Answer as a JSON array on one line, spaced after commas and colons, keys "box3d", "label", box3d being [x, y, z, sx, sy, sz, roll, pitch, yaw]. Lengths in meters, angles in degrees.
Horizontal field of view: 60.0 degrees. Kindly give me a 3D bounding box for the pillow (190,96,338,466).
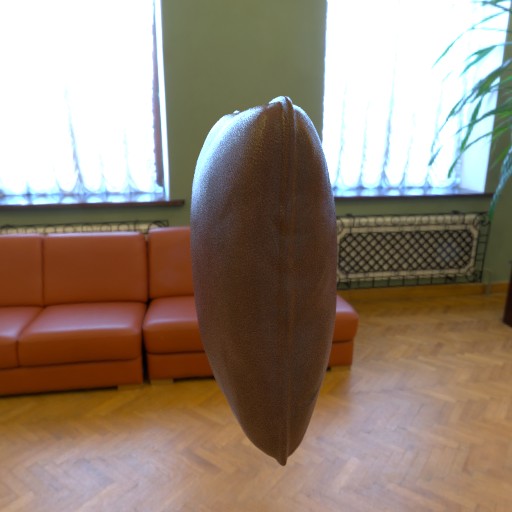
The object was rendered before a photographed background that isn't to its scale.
[{"box3d": [0.000, 0.000, 0.813, 0.236, 0.523, 0.532, -3, 16, -10], "label": "pillow"}]
